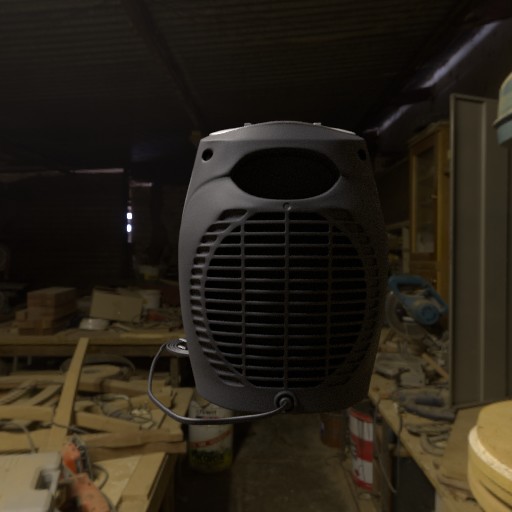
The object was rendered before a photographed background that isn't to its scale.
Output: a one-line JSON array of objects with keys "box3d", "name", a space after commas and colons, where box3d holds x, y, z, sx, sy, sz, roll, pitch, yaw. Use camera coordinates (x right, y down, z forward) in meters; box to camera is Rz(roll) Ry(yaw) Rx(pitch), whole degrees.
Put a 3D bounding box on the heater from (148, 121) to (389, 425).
[{"box3d": [0.000, 0.000, 0.461, 0.239, 0.240, 0.291, 0, 1, 1], "name": "heater"}]
